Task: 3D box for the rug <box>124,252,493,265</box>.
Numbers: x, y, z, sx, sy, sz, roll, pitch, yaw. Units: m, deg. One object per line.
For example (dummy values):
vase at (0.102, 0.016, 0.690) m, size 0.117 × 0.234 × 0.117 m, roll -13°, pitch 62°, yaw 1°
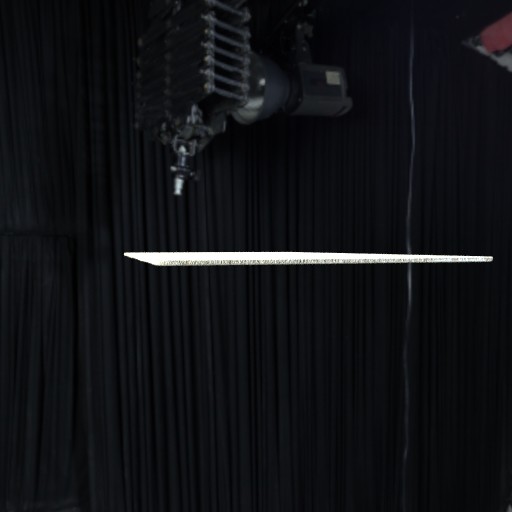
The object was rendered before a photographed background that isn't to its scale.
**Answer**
rug at (0.000, 0.000, 3.364) m, size 1.798 × 0.025 × 2.698 m, roll 0°, pitch 1°, yaw -19°
